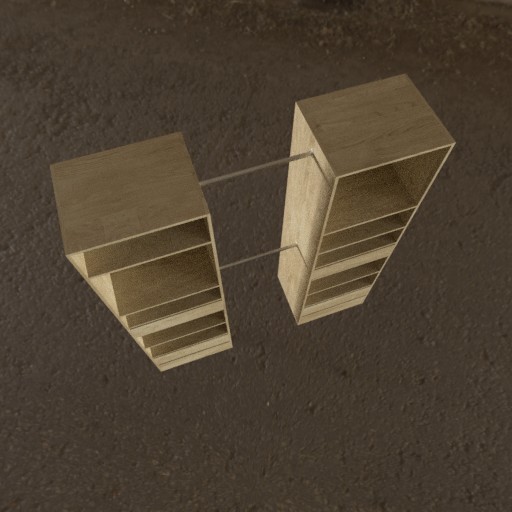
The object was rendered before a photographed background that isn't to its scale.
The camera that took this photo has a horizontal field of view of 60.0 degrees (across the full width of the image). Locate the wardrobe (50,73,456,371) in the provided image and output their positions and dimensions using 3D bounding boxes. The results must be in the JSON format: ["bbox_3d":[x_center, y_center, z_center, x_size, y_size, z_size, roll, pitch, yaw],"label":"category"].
[{"bbox_3d":[0.000,0.000,2.884,1.770,2.000,0.480,-17,64,-9],"label":"wardrobe"}]
